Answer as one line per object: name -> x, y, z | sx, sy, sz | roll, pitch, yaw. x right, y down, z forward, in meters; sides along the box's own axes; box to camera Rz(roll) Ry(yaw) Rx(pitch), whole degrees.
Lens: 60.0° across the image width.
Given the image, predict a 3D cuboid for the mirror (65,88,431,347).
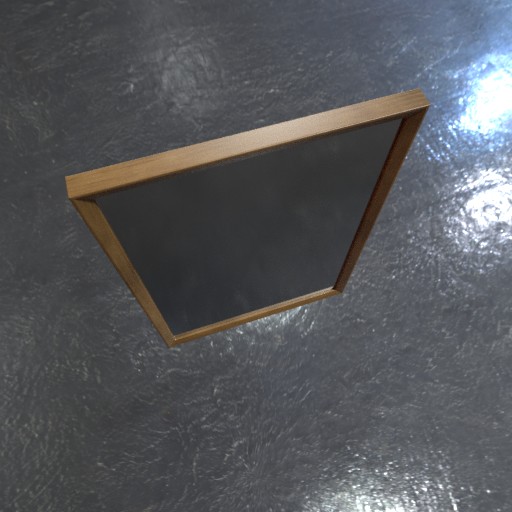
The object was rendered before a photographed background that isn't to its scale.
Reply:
mirror -> 0.000, 0.000, 0.915 | 0.508, 0.711, 0.039 | -16, 64, -8
